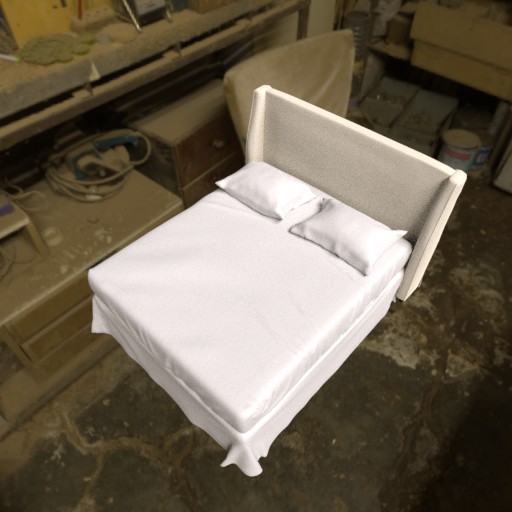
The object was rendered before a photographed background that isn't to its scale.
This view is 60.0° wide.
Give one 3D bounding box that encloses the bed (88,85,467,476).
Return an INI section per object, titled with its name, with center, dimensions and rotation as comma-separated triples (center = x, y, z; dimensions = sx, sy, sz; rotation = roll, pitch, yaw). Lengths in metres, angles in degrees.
[bed]
center = 0.000, 0.000, 3.408
dimensions = 1.925, 1.332, 2.276
rotation = 35, 56, 27
